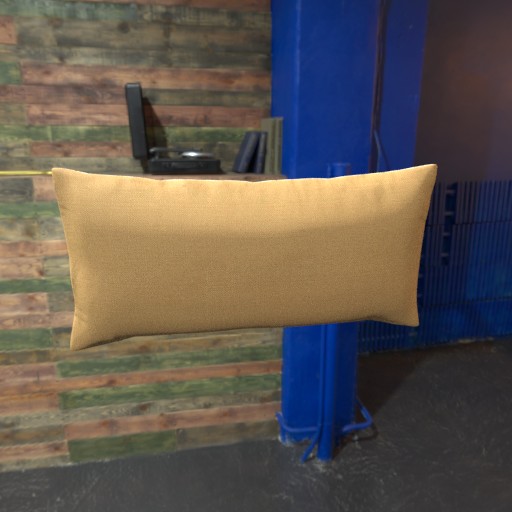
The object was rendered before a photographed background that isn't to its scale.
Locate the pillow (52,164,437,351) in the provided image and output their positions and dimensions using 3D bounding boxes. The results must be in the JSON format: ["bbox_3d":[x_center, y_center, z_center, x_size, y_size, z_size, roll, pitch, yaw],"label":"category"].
[{"bbox_3d":[0.000,0.000,0.729,0.608,0.291,0.151,-2,15,-9],"label":"pillow"}]
